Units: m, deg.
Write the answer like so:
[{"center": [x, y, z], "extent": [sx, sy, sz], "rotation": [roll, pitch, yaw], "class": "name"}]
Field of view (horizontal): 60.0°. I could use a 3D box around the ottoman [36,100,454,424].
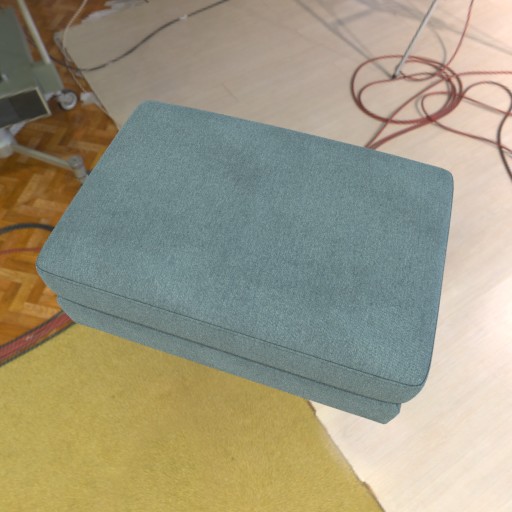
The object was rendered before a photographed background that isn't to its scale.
[{"center": [0.000, 0.000, 1.166], "extent": [0.864, 0.483, 0.584], "rotation": [16, 61, 9], "class": "ottoman"}]
